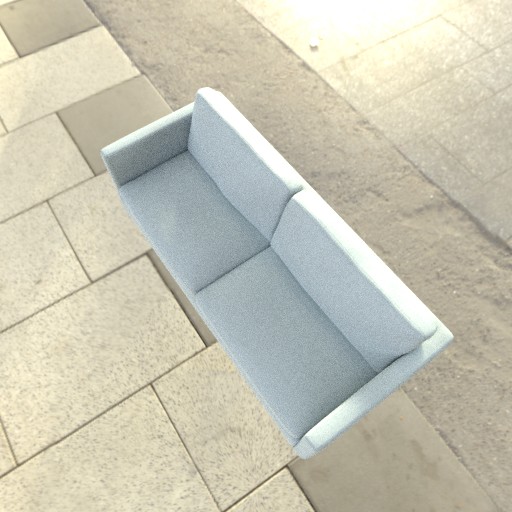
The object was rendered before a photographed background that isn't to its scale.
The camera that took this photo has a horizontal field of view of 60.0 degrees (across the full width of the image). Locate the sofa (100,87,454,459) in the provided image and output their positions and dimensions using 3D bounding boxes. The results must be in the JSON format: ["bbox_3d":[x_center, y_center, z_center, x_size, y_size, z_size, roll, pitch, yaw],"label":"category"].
[{"bbox_3d":[0.000,0.000,2.773,0.951,0.965,2.208,-33,67,-16],"label":"sofa"}]
